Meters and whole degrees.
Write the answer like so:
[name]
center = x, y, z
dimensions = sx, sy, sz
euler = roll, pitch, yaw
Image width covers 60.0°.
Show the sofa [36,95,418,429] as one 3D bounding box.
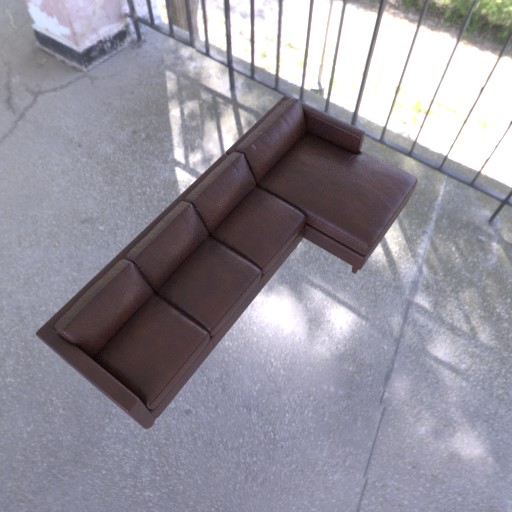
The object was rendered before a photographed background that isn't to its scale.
[sofa]
center = 0.000, 0.000, 3.838
dimensions = 1.581, 0.883, 3.203
euler = 32, 63, 18
